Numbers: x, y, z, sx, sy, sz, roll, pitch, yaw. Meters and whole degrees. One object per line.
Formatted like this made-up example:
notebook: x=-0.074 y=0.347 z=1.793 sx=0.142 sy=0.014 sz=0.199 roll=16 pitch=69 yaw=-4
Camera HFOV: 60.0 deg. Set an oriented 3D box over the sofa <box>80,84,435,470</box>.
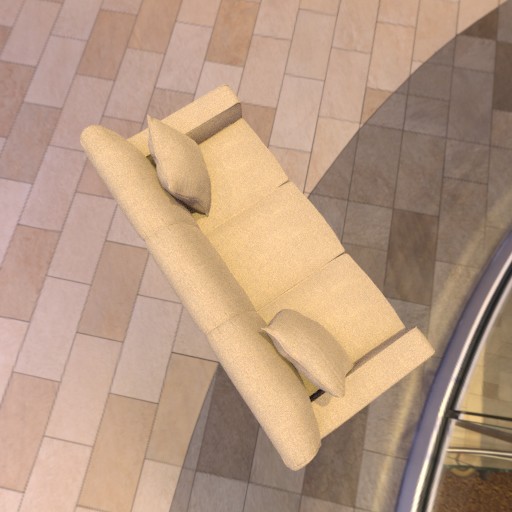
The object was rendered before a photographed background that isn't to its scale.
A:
sofa: x=0.000 y=0.000 z=2.630 sx=0.997 sy=0.958 sz=2.024 roll=-33 pitch=77 yaw=-9
